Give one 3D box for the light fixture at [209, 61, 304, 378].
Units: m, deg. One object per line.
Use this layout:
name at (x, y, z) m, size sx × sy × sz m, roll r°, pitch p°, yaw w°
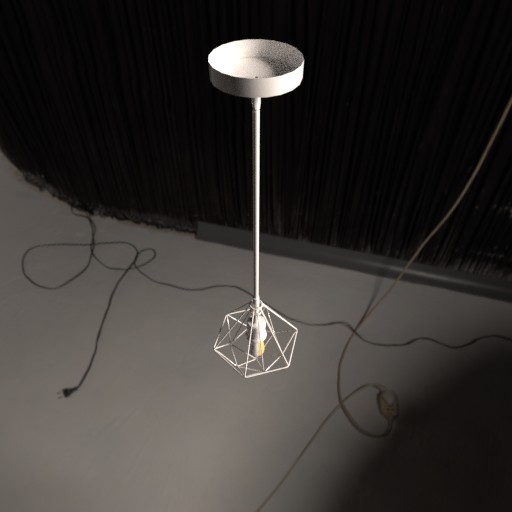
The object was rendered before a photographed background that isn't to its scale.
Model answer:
light fixture at (0.000, 0.000, 2.002) m, size 0.431 × 1.764 × 0.487 m, roll 11°, pitch 47°, yaw 10°
